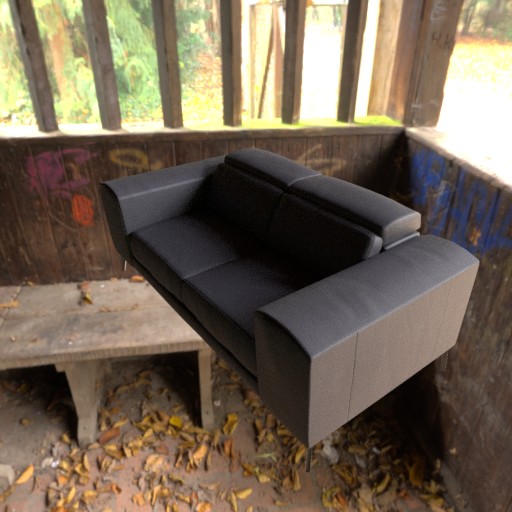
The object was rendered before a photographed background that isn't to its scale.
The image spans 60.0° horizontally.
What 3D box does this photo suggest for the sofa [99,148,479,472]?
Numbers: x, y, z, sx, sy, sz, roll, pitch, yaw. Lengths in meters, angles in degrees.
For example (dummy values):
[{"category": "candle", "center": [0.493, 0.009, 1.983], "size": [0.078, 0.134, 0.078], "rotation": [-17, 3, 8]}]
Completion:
[{"category": "sofa", "center": [0.000, 0.000, 2.382], "size": [1.003, 0.779, 1.895], "rotation": [-21, 36, -31]}]
